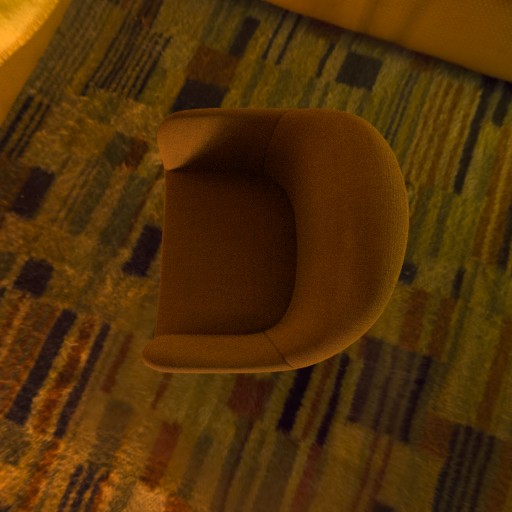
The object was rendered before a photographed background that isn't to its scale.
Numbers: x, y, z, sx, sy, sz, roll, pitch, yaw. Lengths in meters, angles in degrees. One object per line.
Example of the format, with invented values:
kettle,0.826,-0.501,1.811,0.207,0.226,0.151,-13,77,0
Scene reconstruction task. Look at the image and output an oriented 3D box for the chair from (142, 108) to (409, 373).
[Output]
chair,0.000,0.000,1.160,0.550,0.795,0.590,0,76,0
